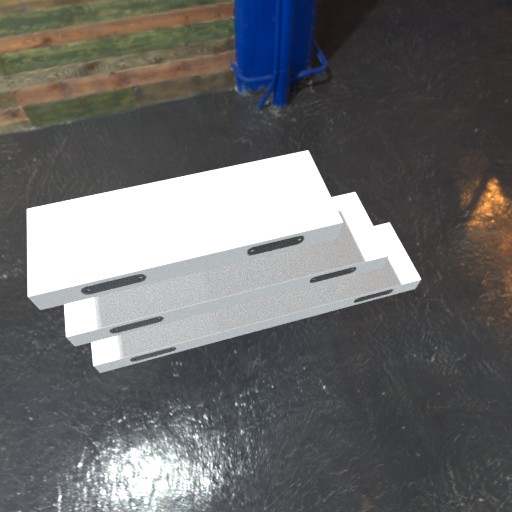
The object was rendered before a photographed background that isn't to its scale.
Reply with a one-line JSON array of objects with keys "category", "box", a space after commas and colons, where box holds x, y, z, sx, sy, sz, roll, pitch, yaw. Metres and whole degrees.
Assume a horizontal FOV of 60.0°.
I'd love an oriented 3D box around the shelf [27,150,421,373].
[{"category": "shelf", "box": [0.000, 0.000, 0.735, 0.610, 0.293, 0.140, -14, 59, -8]}]
